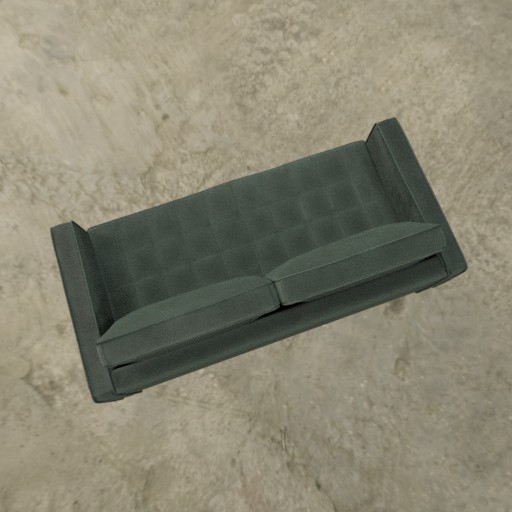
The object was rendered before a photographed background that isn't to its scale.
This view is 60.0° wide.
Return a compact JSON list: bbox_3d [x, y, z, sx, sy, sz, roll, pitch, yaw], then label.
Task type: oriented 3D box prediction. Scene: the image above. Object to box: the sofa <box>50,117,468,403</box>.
[{"bbox_3d":[0.000,0.000,2.260,1.816,0.781,0.886,-19,76,-5],"label":"sofa"}]
